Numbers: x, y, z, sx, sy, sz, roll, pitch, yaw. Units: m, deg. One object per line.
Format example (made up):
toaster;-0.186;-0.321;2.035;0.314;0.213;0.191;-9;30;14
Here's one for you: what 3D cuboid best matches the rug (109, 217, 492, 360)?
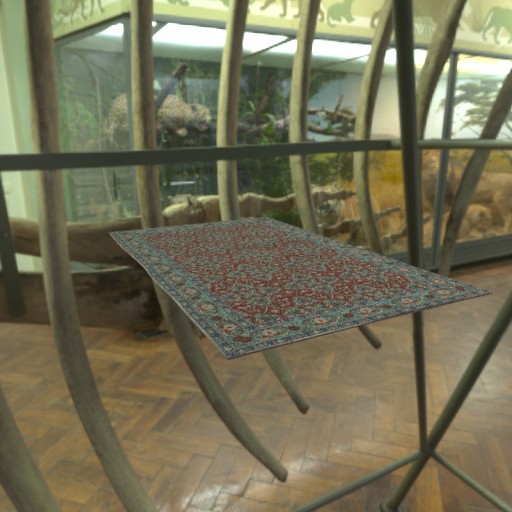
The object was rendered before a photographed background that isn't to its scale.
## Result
rug;0.000;0.000;3.024;1.533;0.011;2.439;-8;17;-27
